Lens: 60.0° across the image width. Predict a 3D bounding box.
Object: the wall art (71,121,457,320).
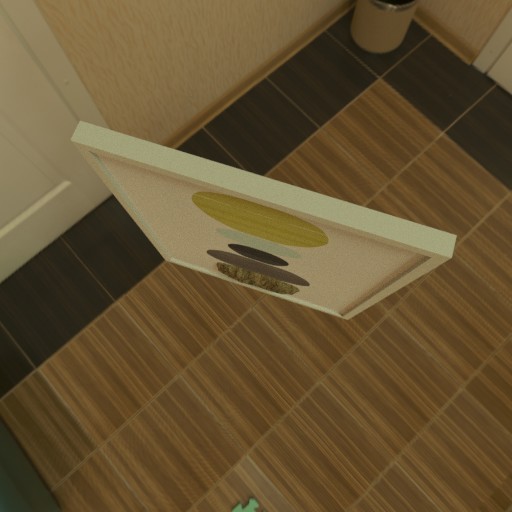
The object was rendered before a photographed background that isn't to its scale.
[{"bbox_3d":[0.000,0.000,1.046,0.611,0.763,0.055,18,76,5],"label":"wall art"}]
